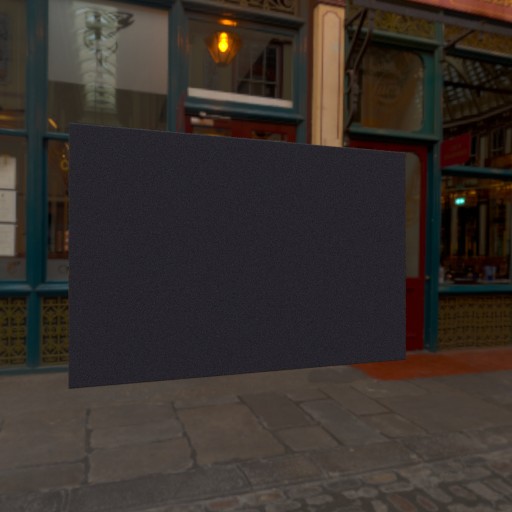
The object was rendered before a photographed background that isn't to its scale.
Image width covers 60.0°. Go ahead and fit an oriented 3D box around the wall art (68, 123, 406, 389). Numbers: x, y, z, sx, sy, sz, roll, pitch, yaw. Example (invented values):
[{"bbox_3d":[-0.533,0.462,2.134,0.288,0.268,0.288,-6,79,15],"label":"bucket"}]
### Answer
[{"bbox_3d":[0.000,0.000,1.167,0.908,0.604,0.037,0,0,-18],"label":"wall art"}]
